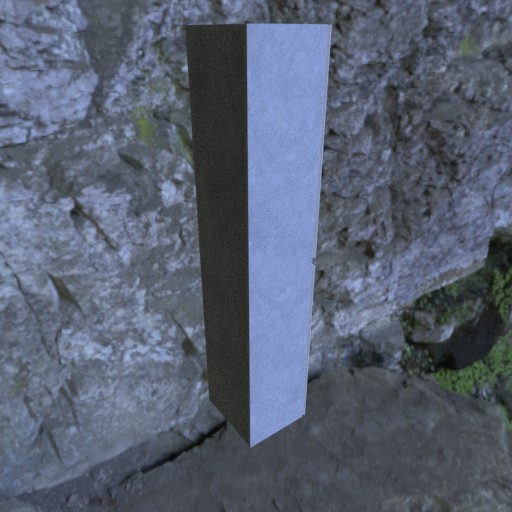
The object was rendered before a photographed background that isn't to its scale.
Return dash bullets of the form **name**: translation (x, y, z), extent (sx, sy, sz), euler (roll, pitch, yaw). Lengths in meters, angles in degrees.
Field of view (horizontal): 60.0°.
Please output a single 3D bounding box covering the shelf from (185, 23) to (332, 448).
- **shelf**: translation (0.000, 0.000, 1.513), extent (0.270, 1.400, 0.300), euler (-18, 32, -32)
